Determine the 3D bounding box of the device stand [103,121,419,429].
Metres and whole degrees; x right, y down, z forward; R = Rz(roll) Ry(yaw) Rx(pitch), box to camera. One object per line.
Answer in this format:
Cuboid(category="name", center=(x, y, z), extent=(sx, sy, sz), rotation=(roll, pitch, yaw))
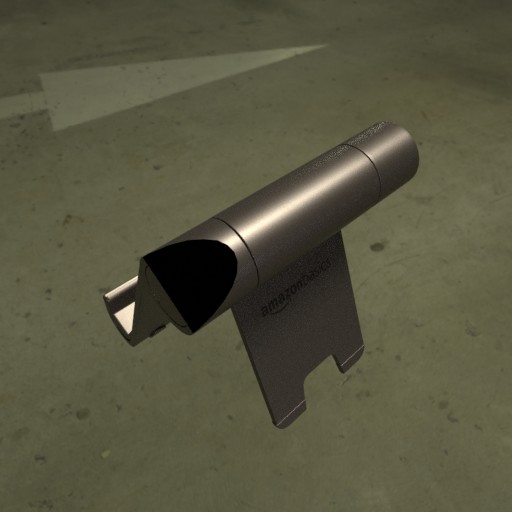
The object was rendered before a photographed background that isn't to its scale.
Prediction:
Cuboid(category="device stand", center=(0.000, 0.000, 0.154), extent=(0.088, 0.084, 0.079), rotation=(-34, 55, -28))
